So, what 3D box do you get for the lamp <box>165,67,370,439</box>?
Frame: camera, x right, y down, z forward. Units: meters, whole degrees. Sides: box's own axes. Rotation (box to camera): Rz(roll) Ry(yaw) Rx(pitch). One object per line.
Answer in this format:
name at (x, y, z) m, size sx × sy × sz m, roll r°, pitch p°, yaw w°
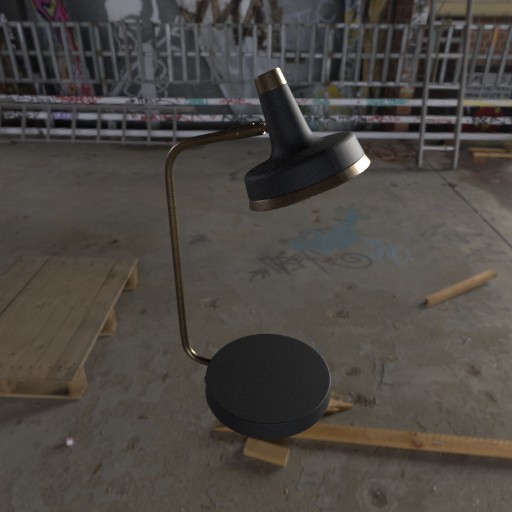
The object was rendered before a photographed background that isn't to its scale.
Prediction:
lamp at (0.000, 0.000, 0.488) m, size 0.218 × 0.385 × 0.162 m, roll 11°, pitch 31°, yaw 19°
